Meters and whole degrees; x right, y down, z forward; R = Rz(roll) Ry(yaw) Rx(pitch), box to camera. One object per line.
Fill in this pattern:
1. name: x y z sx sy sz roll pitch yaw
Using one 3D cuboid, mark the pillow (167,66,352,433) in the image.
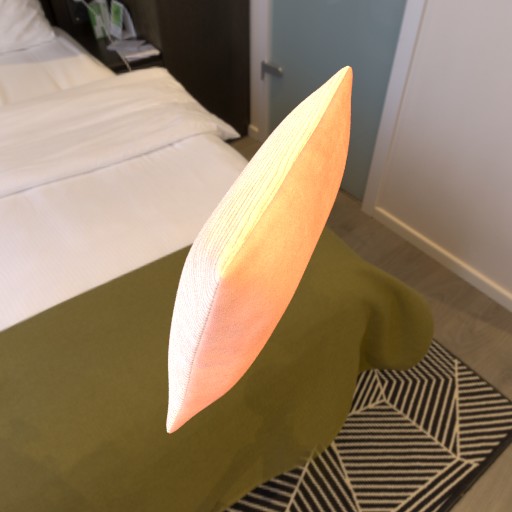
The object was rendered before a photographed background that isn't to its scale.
1. pillow: 0.000 0.000 0.636 0.177 0.401 0.424 16 48 15
